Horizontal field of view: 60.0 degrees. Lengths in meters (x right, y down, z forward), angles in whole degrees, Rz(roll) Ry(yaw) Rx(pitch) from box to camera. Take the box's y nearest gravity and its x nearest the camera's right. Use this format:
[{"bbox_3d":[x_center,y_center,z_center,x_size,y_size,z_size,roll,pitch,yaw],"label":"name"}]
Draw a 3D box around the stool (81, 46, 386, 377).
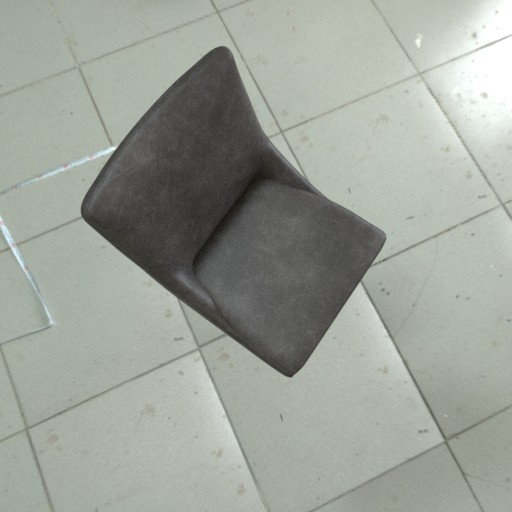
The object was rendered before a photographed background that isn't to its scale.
[{"bbox_3d":[0.000,0.000,1.365,0.587,1.046,0.492,35,78,8],"label":"stool"}]
